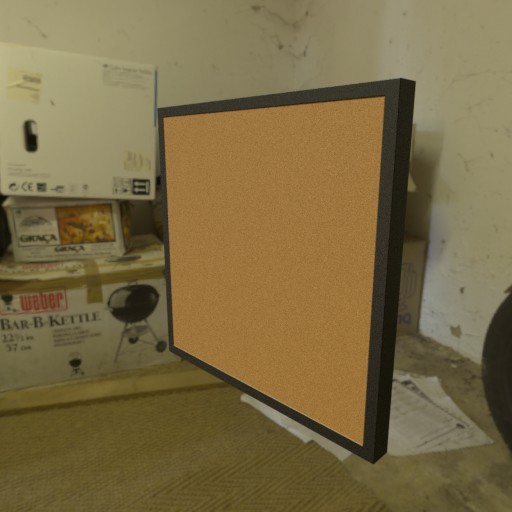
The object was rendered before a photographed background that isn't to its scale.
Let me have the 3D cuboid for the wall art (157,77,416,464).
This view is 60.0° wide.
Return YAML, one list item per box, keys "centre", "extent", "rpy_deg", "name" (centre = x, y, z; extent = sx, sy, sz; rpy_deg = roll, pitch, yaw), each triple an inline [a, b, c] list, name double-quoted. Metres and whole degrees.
- centre: [0.000, 0.000, 0.748]
  extent: [0.037, 0.506, 0.506]
  rpy_deg: [-13, 18, -43]
  name: "wall art"
